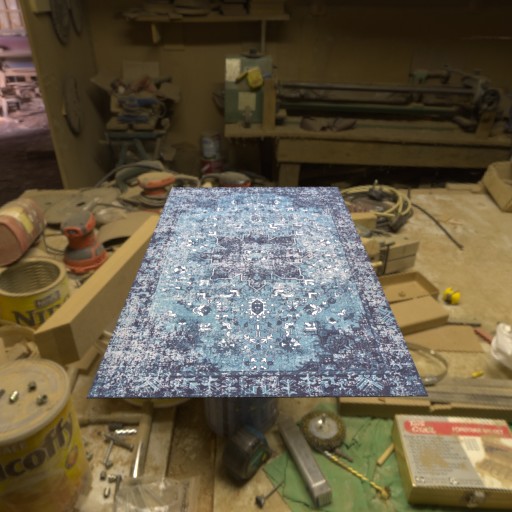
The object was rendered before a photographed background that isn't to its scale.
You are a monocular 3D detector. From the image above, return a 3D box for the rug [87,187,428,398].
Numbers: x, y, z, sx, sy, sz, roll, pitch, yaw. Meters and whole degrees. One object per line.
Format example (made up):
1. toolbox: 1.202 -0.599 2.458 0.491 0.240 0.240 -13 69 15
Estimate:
1. rug: 0.000 0.000 3.015 1.525 0.007 2.440 0 31 0
